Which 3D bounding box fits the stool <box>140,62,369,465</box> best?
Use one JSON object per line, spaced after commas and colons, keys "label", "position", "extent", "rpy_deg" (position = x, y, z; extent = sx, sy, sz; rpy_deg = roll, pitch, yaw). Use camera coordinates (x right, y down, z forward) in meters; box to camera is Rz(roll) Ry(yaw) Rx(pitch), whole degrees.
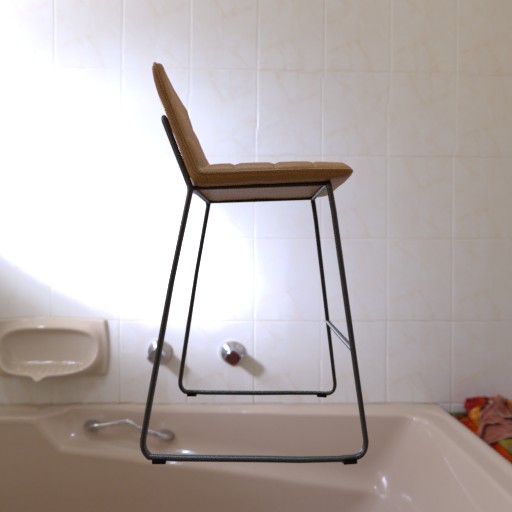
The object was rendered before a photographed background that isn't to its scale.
{"label": "stool", "position": [0.000, 0.000, 1.235], "extent": [0.524, 0.936, 0.489], "rpy_deg": [0, 1, 1]}
